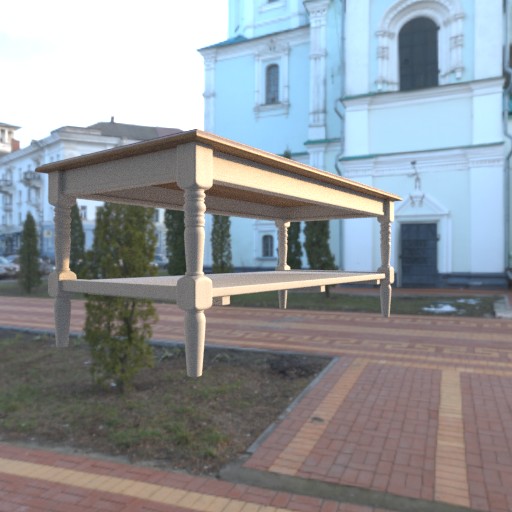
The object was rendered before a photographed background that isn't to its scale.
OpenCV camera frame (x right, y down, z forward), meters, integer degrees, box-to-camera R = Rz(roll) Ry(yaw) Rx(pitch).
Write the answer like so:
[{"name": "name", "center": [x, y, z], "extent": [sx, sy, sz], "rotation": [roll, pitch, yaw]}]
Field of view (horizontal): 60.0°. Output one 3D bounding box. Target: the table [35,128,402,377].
[{"name": "table", "center": [0.000, 0.000, 1.397], "extent": [0.559, 0.458, 1.118], "rotation": [0, 0, 36]}]
